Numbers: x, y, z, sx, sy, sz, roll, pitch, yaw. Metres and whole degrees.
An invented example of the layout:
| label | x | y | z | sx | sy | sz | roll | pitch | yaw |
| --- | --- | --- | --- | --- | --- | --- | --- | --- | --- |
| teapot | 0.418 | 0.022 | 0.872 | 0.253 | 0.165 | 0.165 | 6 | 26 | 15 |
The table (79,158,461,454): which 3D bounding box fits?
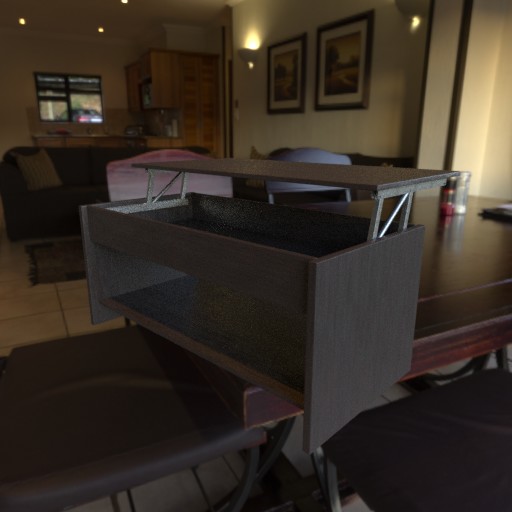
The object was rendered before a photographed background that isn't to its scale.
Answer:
| label | x | y | z | sx | sy | sz | roll | pitch | yaw |
| --- | --- | --- | --- | --- | --- | --- | --- | --- | --- |
| table | 0.000 | 0.000 | 1.473 | 1.000 | 0.570 | 0.712 | 14 | 21 | 42 |
